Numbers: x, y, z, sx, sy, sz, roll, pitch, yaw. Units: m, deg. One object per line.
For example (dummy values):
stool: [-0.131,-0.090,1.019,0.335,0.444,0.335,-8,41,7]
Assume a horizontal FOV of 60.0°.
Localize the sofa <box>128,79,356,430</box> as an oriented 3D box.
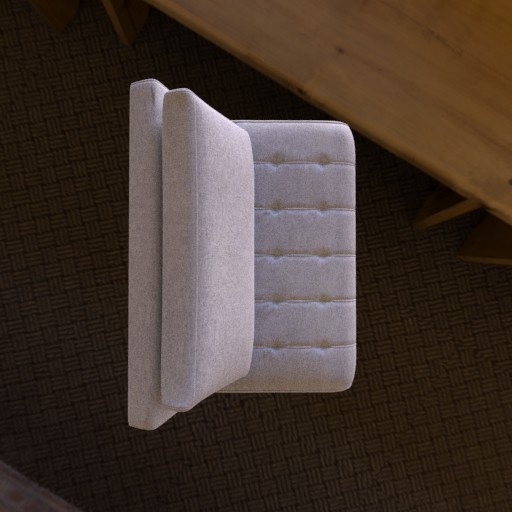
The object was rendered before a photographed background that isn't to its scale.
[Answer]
sofa: [0.000,0.000,1.888,0.910,0.910,1.220,0,89,-1]
